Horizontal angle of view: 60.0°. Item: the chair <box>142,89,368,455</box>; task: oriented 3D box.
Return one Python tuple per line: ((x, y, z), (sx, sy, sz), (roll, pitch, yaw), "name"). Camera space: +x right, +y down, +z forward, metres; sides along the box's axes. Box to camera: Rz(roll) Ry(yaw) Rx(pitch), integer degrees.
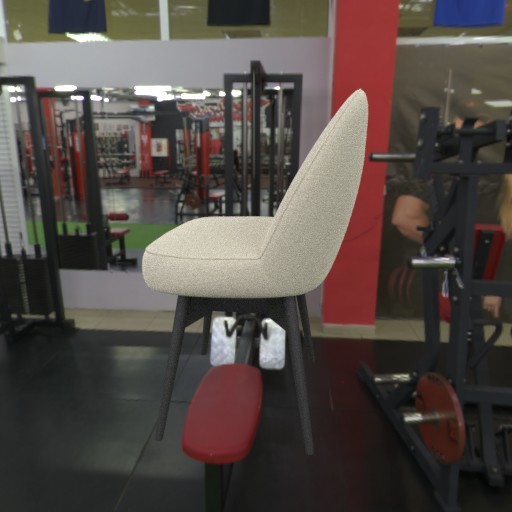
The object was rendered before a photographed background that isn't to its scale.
((0.000, 0.000, 1.195), (0.540, 0.838, 0.532), (2, 15, 7), "chair")
